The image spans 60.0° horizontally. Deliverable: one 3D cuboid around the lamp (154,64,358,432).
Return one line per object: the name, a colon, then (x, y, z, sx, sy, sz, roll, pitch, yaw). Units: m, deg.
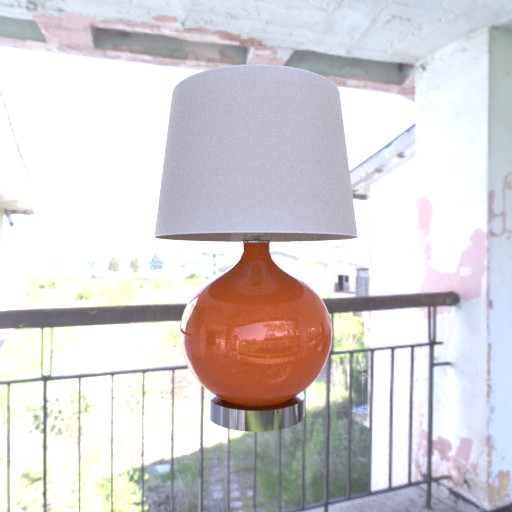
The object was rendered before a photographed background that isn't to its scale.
lamp: (0.000, 0.000, 0.548, 0.247, 0.387, 0.247, 0, 0, 0)
